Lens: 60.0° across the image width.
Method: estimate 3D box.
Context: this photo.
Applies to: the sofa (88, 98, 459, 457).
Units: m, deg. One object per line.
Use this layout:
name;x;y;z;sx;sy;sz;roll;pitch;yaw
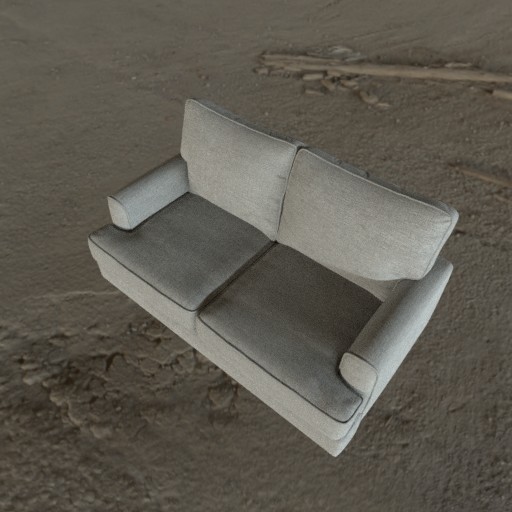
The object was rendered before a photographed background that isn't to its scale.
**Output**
sofa;0.000;0.000;2.236;1.651;0.965;0.965;31;54;26
